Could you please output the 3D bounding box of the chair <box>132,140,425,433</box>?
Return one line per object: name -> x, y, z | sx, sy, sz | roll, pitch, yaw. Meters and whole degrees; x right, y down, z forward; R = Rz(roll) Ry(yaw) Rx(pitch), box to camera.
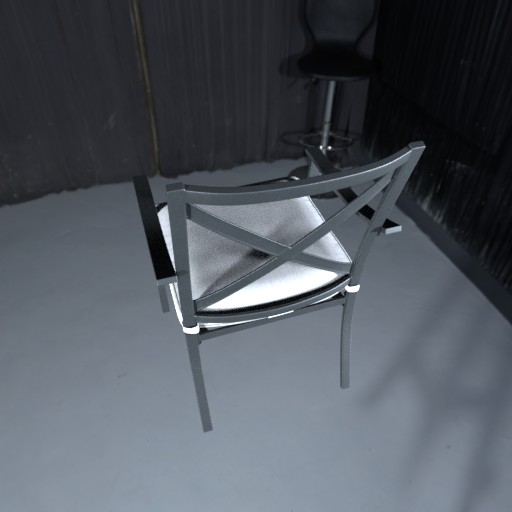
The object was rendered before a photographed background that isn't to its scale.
chair -> 0.000, 0.000, 1.260 | 0.575, 0.889, 0.620 | -13, 43, -14
